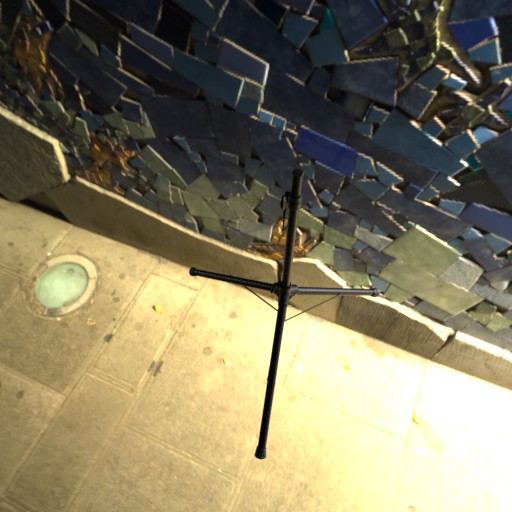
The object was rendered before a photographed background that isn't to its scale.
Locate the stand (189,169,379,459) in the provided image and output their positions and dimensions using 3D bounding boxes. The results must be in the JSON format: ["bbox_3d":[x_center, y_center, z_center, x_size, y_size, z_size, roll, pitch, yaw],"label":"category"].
[{"bbox_3d":[0.000,0.000,1.820,0.907,1.136,1.045,34,62,21],"label":"stand"}]
